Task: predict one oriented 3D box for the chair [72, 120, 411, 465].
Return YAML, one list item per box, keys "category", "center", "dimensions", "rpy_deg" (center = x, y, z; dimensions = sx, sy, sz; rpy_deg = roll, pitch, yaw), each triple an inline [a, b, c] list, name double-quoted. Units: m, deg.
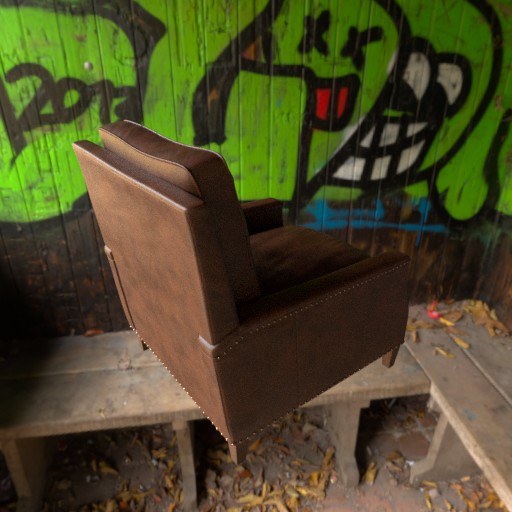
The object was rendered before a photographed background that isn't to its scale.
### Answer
- category: "chair"
  center: [0.000, 0.000, 1.771]
  dimensions: [1.035, 1.054, 0.854]
  rpy_deg: [-19, 32, -32]
